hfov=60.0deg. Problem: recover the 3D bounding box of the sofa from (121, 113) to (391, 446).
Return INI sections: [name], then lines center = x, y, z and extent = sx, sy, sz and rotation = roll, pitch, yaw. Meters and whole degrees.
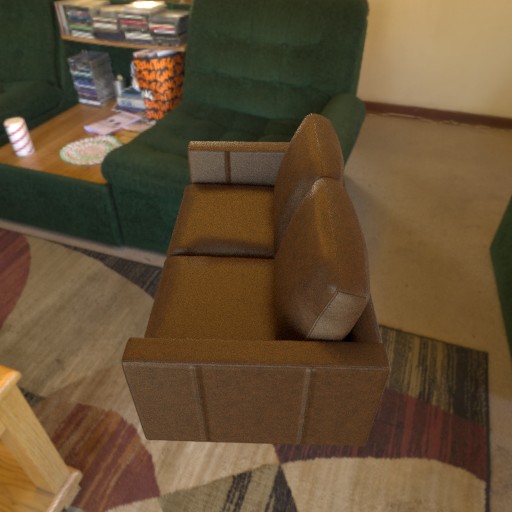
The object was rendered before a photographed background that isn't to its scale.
[sofa]
center = 0.000, 0.000, 2.151
extent = 0.909, 0.951, 1.578
rotation = 1, 41, 1
